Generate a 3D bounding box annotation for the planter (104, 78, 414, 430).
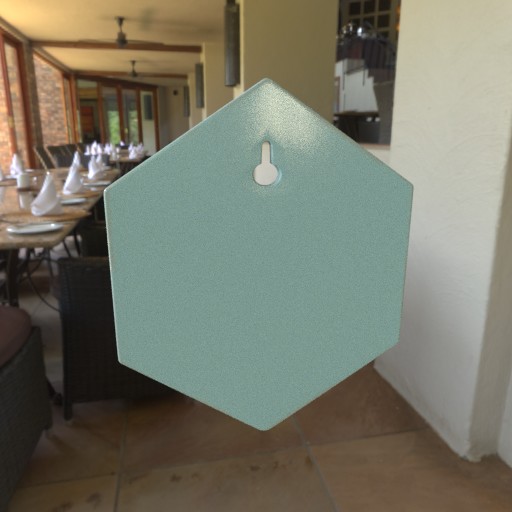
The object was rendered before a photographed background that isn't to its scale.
[{"bbox_3d":[0.000,0.000,0.287,0.169,0.207,0.078,-2,15,-8],"label":"planter"}]
